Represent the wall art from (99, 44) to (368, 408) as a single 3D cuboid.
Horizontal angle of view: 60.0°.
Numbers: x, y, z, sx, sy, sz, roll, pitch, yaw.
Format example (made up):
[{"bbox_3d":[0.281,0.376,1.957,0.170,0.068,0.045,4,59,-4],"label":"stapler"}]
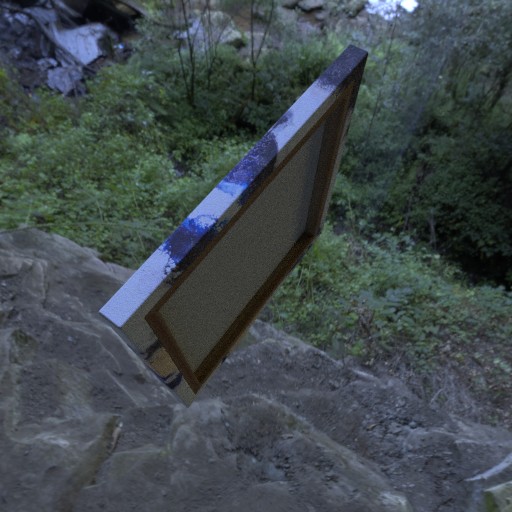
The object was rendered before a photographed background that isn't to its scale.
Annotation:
[{"bbox_3d":[0.000,0.000,0.919,0.039,0.609,0.609,33,67,16],"label":"wall art"}]
